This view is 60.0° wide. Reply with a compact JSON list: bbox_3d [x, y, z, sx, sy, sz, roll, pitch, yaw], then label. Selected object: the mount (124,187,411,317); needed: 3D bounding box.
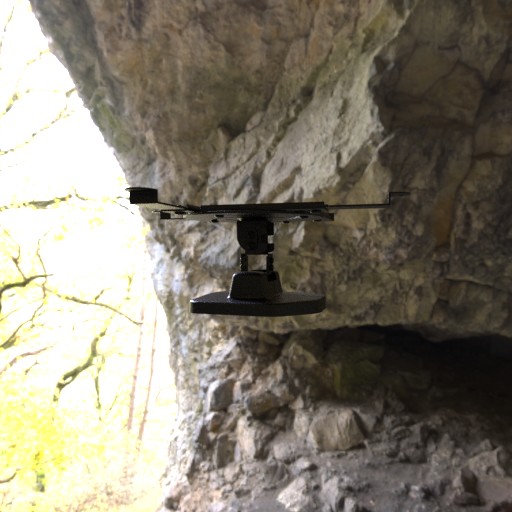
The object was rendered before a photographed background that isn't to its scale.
[{"bbox_3d":[0.000,0.000,0.607,0.394,0.141,0.394,0,1,17],"label":"mount"}]
